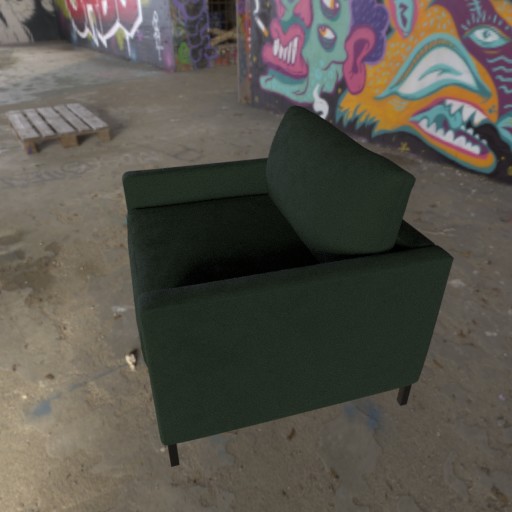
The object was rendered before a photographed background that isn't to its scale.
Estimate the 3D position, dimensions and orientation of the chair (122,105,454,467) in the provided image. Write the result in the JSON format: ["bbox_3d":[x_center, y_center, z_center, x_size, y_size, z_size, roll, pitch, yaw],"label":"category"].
[{"bbox_3d":[0.000,0.000,1.579,0.866,0.861,0.963,-9,32,-14],"label":"chair"}]
